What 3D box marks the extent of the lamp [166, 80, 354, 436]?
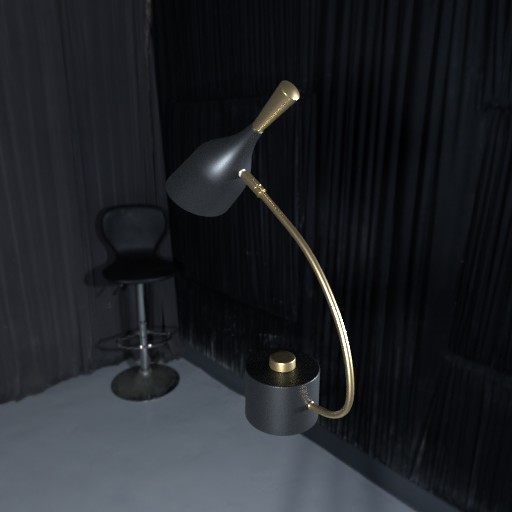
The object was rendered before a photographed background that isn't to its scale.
[{"bbox_3d":[0.000,0.000,0.637,0.110,0.464,0.352,-16,23,-41],"label":"lamp"}]
